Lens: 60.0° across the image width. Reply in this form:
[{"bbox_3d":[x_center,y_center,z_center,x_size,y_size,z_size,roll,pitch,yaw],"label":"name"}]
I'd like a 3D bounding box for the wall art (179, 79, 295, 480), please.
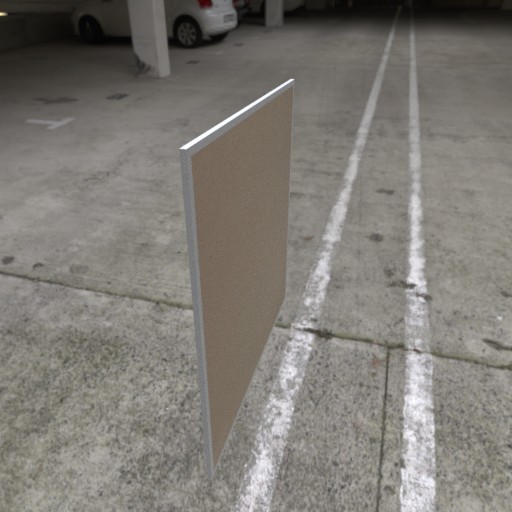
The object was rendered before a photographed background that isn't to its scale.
[{"bbox_3d":[0.000,0.000,0.686,0.007,0.456,0.456,8,30,14],"label":"wall art"}]
